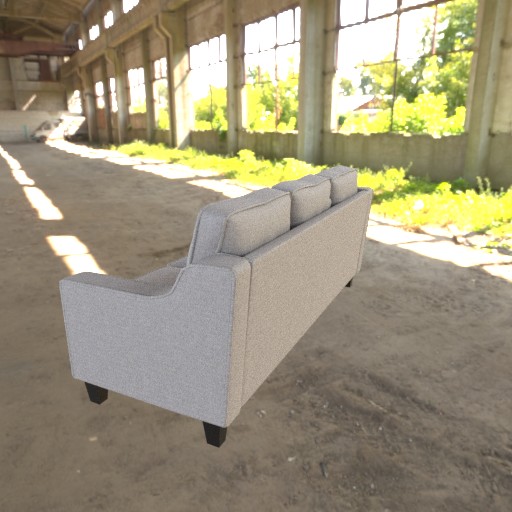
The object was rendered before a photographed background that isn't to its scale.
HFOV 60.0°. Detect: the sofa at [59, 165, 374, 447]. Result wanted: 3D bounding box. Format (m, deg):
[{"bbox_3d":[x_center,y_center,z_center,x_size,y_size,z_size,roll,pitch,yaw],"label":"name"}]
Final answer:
[{"bbox_3d":[0.000,0.000,2.644,0.899,0.950,2.129,8,19,25],"label":"sofa"}]
